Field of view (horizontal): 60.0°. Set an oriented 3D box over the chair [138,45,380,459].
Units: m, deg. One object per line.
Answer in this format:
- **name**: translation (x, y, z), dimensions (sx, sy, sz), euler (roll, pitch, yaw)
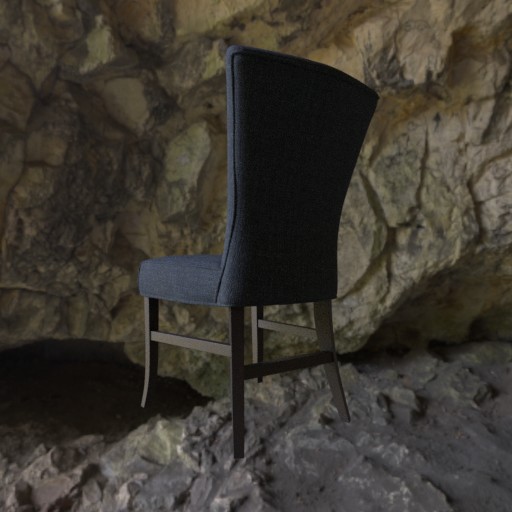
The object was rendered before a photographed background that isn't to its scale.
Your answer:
- **chair**: translation (0.000, 0.000, 1.364), dimensions (0.520, 0.991, 0.660), euler (0, 0, -37)
